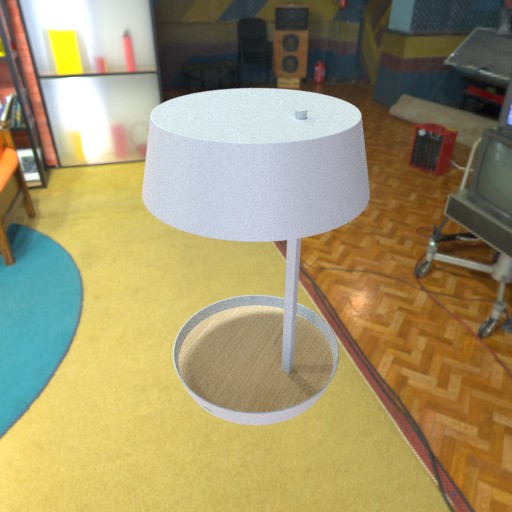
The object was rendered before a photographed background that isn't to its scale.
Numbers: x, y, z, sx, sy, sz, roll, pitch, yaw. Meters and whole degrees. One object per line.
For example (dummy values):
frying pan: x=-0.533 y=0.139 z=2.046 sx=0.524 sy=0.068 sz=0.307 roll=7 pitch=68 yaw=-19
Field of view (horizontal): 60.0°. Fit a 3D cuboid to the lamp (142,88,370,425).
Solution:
lamp: x=0.000 y=0.000 z=0.637 sx=0.291 sy=0.429 sz=0.291 roll=0 pitch=32 yaw=0
